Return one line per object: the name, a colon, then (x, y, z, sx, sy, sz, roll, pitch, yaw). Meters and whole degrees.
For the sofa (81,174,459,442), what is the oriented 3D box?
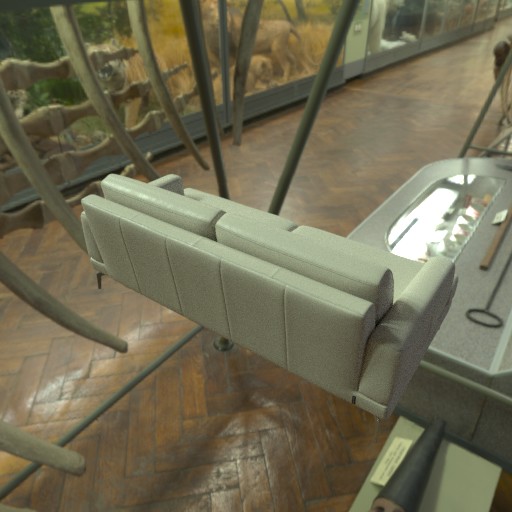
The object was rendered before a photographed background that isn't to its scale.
sofa: (0.000, 0.000, 2.440, 1.940, 0.765, 0.974, 21, 38, 30)
